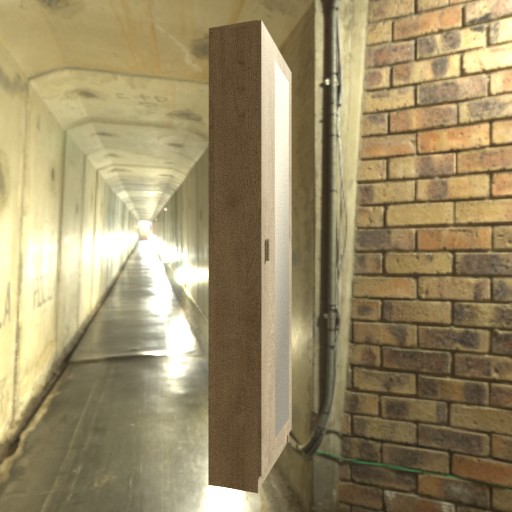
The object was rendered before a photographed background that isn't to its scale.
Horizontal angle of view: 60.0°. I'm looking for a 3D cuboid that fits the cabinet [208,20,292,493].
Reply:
[{"bbox_3d":[0.000,0.000,1.940,0.230,1.790,0.500,0,-1,18],"label":"cabinet"}]
